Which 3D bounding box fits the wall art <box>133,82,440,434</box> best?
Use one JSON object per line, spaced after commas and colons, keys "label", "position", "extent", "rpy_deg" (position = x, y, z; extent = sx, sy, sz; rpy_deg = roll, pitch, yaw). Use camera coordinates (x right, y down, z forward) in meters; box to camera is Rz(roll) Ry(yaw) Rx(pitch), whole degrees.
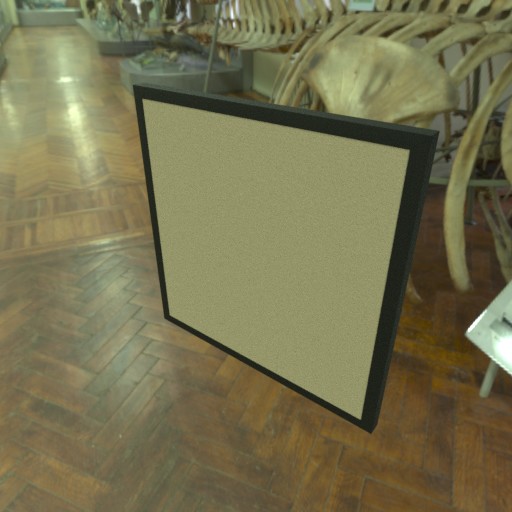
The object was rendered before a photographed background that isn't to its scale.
{"label": "wall art", "position": [0.000, 0.000, 0.457], "extent": [0.306, 0.304, 0.015], "rpy_deg": [21, 37, 31]}
